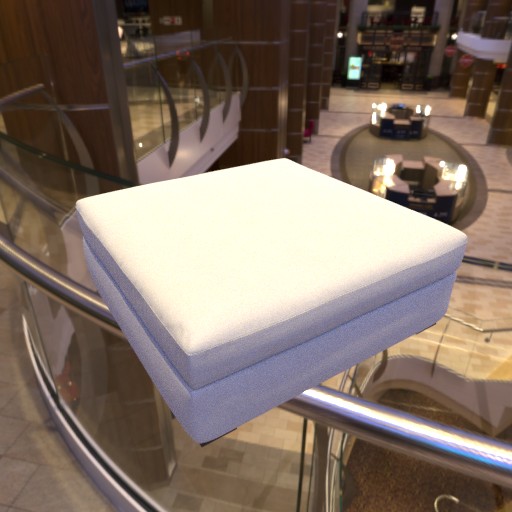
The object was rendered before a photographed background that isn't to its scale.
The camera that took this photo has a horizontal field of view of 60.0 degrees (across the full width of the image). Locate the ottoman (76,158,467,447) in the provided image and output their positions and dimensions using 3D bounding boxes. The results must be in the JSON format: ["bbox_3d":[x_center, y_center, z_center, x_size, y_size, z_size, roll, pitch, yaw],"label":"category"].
[{"bbox_3d":[0.000,0.000,1.838,1.167,0.482,1.163,-18,34,-28],"label":"ottoman"}]
